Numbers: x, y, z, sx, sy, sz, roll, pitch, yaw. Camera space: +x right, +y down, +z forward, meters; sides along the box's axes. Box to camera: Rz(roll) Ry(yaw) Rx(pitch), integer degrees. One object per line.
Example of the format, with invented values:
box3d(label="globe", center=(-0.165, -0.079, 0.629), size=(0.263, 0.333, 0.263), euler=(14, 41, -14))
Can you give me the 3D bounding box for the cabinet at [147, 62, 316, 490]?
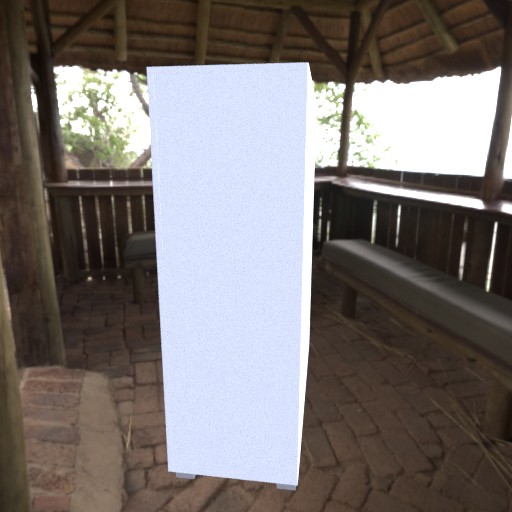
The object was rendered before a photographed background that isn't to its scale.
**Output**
box3d(label="cabinet", center=(0.000, 0.000, 1.692), size=(0.400, 1.190, 1.000), euler=(2, 14, 8))
